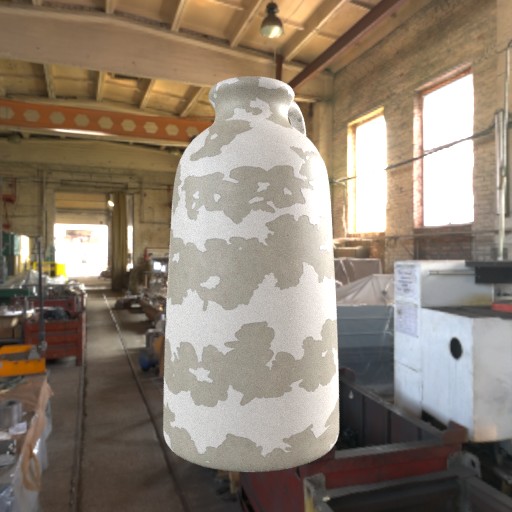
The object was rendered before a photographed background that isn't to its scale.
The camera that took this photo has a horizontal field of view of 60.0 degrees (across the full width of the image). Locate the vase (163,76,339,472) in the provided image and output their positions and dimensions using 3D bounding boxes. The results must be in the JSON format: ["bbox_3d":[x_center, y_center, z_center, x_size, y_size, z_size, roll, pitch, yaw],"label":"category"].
[{"bbox_3d":[0.000,0.000,0.485,0.186,0.382,0.203,0,0,36],"label":"vase"}]
